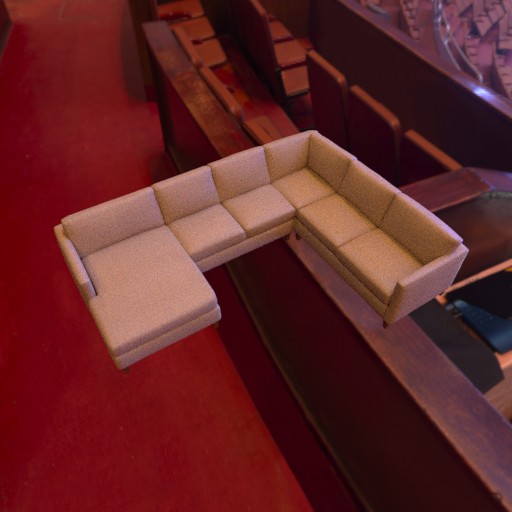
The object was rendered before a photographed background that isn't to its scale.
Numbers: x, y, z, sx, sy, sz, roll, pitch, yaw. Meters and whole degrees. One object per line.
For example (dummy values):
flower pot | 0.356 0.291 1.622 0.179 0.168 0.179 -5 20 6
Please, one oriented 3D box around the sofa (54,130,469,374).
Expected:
sofa | 0.000 0.000 4.705 3.460 0.961 2.594 -25 51 -21
